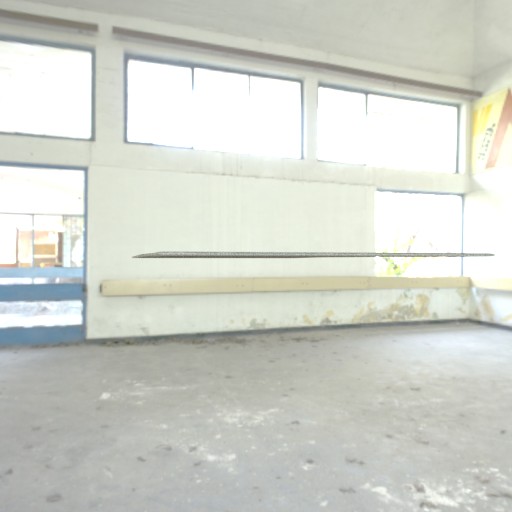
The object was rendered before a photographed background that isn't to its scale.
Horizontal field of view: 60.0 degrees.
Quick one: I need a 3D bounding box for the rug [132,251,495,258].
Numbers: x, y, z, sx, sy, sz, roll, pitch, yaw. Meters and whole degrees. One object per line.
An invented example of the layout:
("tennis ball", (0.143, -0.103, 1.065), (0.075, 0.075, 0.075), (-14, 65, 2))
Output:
("rug", (0.000, 0.000, 2.998), (1.535, 0.022, 2.498), (0, 0, -18))
